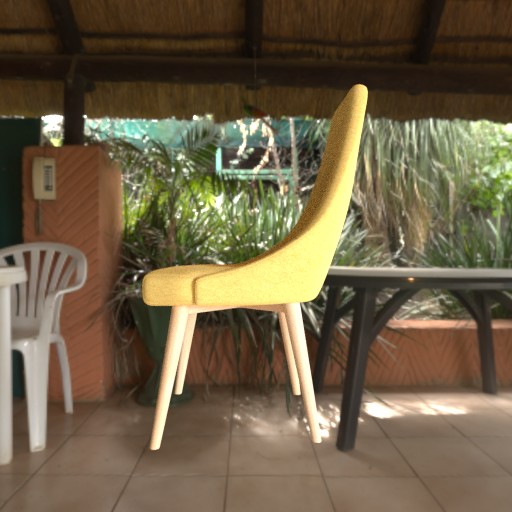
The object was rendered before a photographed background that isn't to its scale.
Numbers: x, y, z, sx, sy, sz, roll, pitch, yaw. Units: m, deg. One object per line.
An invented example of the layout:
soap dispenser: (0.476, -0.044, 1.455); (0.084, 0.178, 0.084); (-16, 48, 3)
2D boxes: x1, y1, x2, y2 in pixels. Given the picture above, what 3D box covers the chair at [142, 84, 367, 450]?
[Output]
chair: (0.000, 0.000, 1.432); (0.660, 1.040, 0.510); (0, 0, -2)
